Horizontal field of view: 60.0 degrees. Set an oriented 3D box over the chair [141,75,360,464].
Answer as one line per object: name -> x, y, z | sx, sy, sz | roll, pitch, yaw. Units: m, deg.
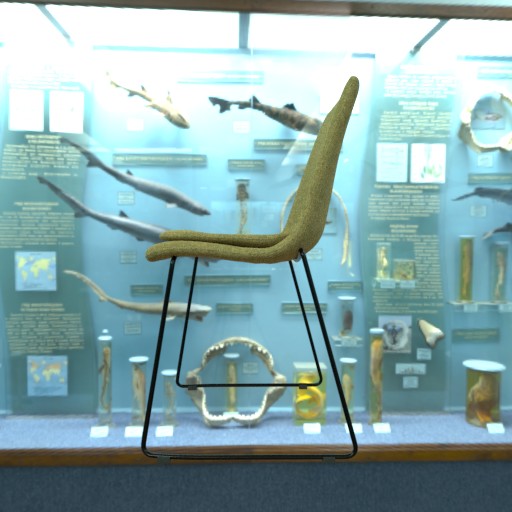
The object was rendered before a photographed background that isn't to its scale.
chair -> 0.000, 0.000, 1.145 | 0.496, 0.849, 0.479 | 0, 2, -1
